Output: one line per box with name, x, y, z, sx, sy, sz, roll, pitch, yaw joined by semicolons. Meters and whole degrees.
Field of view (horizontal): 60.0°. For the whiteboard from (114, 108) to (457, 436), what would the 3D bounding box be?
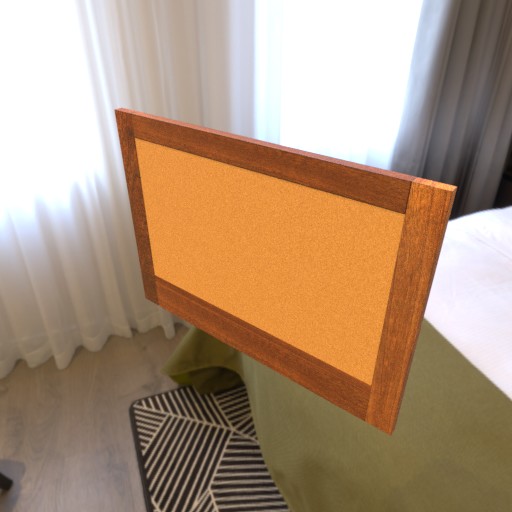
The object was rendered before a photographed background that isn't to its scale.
whiteboard;0.000;0.000;1.020;0.783;0.559;0.083;22;38;31
